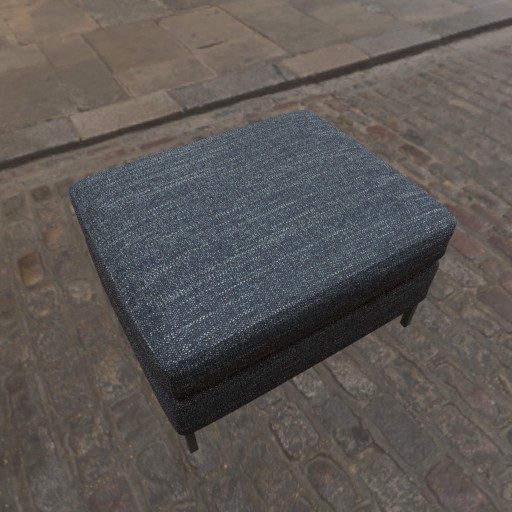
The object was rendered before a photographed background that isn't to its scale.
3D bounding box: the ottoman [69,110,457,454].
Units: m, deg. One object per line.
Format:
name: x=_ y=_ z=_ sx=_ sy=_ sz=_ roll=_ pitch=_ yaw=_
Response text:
ottoman: x=0.000 y=0.000 z=1.267 sx=0.814 sy=0.491 sz=0.667 roll=-24 pitch=51 yaw=-21
